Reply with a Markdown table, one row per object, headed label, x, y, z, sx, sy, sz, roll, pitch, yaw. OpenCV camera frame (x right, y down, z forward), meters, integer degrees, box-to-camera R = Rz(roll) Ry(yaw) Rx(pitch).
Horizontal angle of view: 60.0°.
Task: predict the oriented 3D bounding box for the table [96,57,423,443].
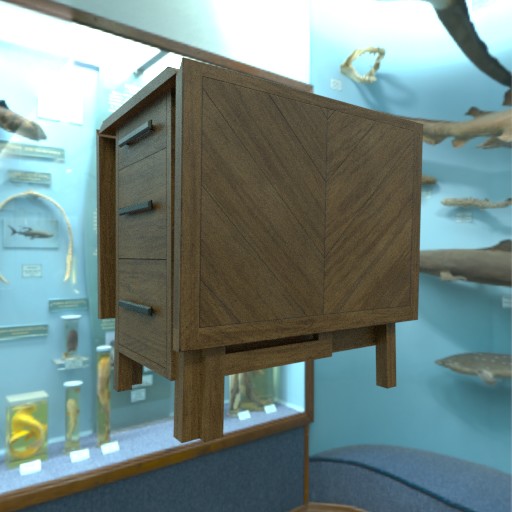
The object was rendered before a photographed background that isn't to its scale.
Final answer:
| label | x | y | z | sx | sy | sz | roll | pitch | yaw |
| --- | --- | --- | --- | --- | --- | --- | --- | --- | --- |
| table | 0.000 | 0.000 | 1.287 | 0.746 | 0.763 | 0.591 | 0 | 0 | -35 |
